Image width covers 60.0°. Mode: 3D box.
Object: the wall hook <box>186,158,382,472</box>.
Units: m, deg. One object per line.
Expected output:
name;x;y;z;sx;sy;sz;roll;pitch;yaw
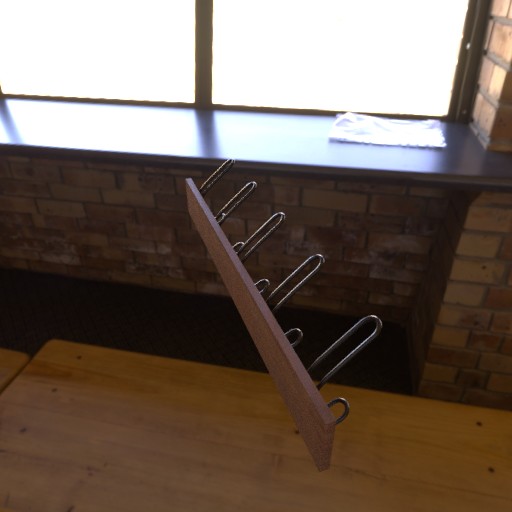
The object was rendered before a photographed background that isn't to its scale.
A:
wall hook;0.000;0.000;0.594;0.076;0.116;0.554;-10;33;-16
